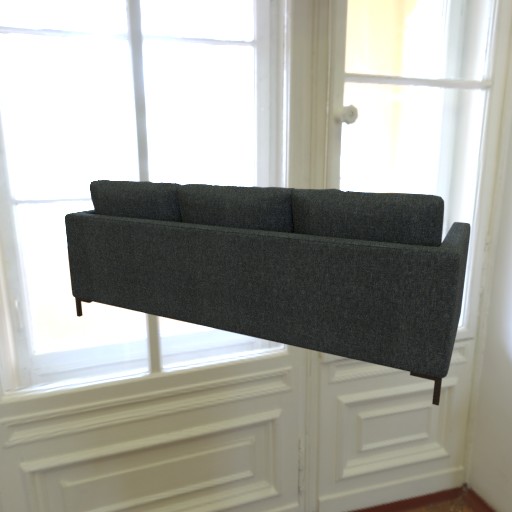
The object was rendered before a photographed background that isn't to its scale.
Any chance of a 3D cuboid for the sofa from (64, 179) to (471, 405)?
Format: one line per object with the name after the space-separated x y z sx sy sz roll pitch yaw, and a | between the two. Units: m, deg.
0.000 0.000 2.610 2.218 0.874 0.859 7 16 27 | sofa
